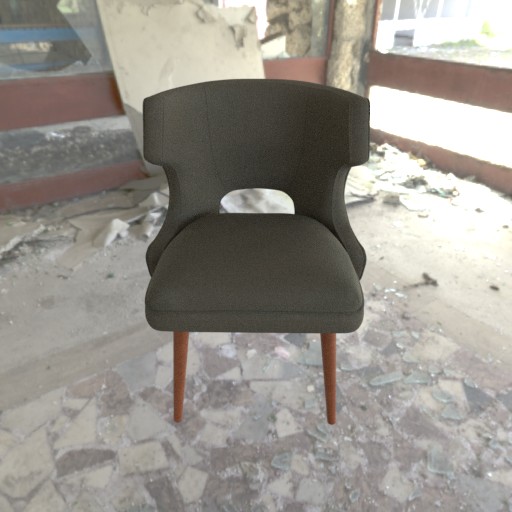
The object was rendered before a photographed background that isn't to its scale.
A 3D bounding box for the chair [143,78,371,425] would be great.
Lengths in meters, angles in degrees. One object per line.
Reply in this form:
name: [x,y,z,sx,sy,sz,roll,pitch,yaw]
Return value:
chair: [0.000,0.000,1.250,0.595,0.863,0.581,0,30,1]
